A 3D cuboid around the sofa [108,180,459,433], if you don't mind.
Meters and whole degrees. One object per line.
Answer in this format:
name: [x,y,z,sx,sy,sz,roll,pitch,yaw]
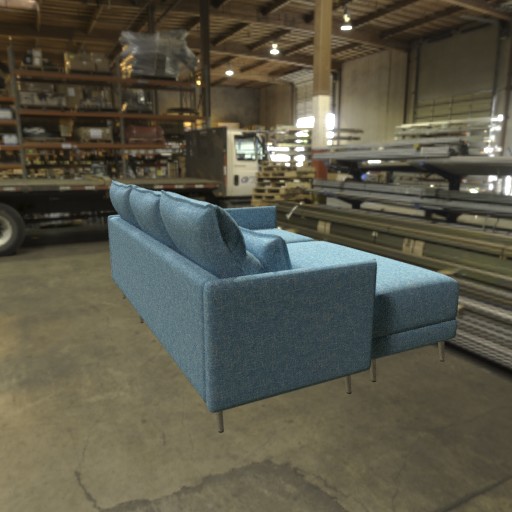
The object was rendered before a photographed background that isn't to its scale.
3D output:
sofa: [0.000,0.000,2.740,1.420,0.899,2.034,-6,14,-27]
